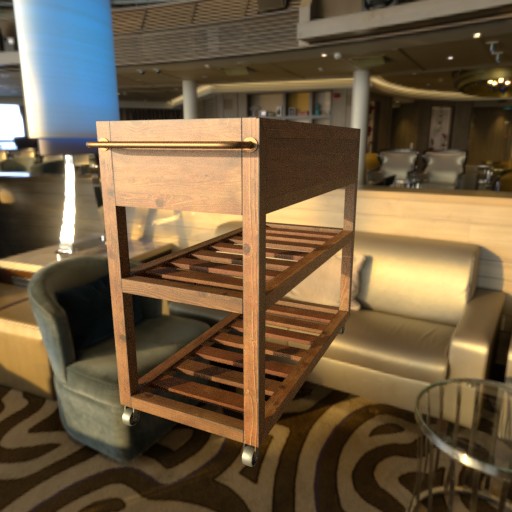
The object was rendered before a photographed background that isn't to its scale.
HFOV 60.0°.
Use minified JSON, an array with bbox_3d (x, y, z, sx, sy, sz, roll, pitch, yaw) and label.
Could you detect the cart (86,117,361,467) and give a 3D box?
[{"bbox_3d":[0.000,0.000,1.474,0.445,0.830,1.065,7,16,24],"label":"cart"}]
